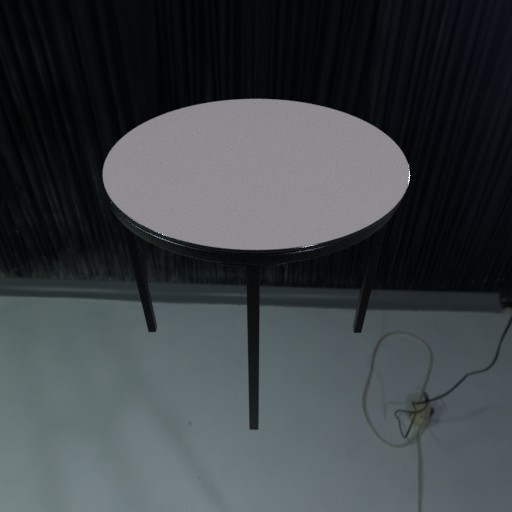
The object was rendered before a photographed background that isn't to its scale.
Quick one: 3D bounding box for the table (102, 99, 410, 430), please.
[{"bbox_3d":[0.000,0.000,0.886,0.499,0.443,0.499,0,40,0],"label":"table"}]
